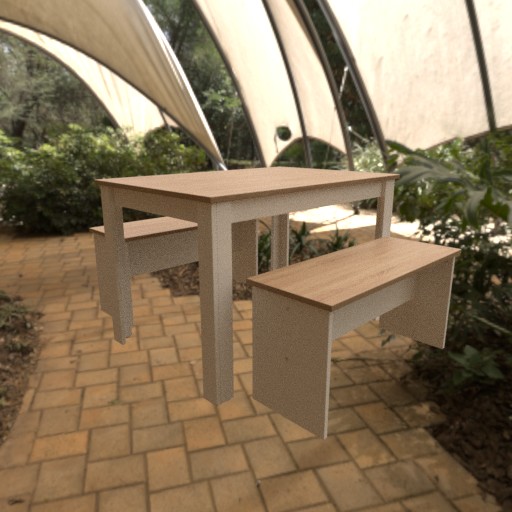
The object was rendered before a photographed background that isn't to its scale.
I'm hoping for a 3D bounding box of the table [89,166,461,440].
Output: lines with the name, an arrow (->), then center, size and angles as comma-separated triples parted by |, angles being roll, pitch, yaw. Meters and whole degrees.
table -> 0.000, 0.000, 1.980 | 1.100, 0.700, 1.443 | -15, 21, -43
